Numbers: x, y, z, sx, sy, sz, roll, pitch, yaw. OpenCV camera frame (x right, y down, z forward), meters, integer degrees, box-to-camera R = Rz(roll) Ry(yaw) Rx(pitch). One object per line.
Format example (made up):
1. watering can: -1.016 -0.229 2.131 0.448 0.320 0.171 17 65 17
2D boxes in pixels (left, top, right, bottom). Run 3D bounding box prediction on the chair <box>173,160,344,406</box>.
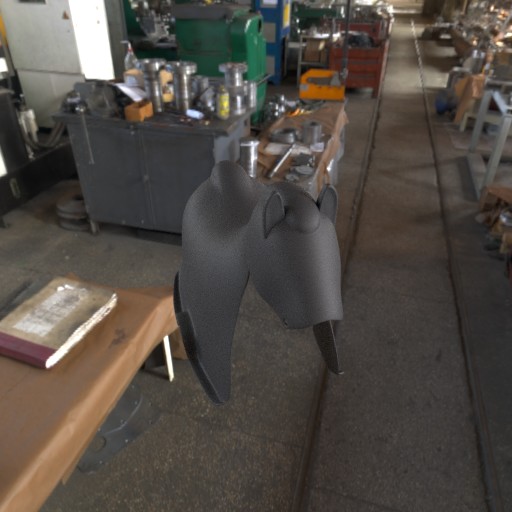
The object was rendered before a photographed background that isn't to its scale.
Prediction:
1. chair: 0.000 0.000 1.152 0.429 0.612 0.800 -10 34 -15
